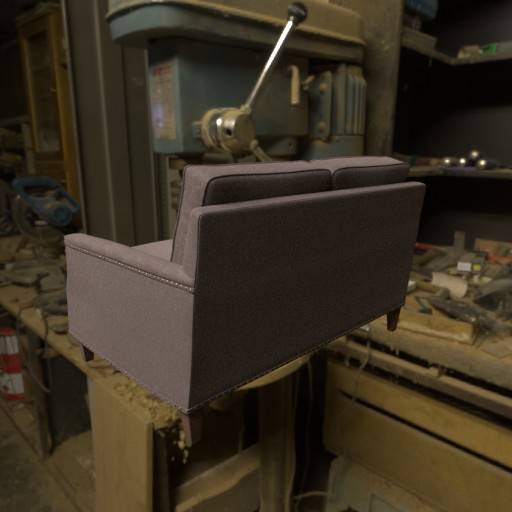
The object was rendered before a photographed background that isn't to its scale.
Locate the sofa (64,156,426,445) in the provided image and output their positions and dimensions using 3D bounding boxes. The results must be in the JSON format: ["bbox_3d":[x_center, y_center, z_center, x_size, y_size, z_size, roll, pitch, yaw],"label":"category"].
[{"bbox_3d":[0.000,0.000,2.285,1.597,1.003,1.084,-13,19,-43],"label":"sofa"}]
